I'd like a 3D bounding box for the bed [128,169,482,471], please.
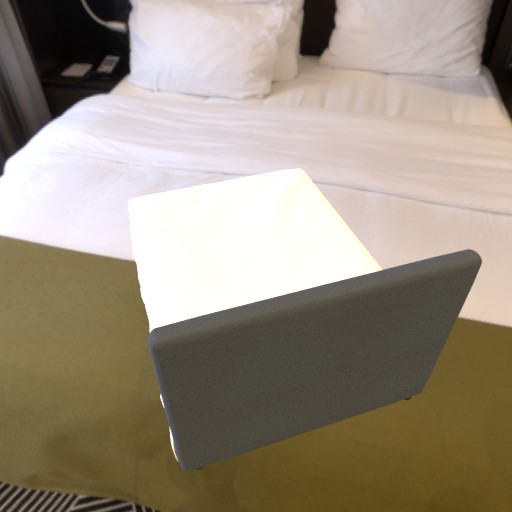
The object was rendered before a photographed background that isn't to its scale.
[{"bbox_3d":[0.000,0.000,3.163,1.713,1.330,2.162,-13,43,-14],"label":"bed"}]
